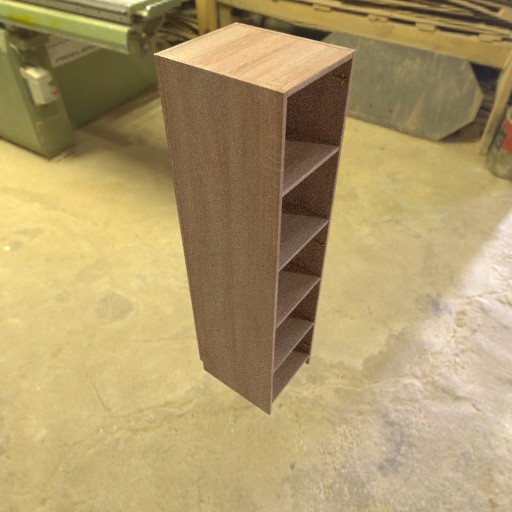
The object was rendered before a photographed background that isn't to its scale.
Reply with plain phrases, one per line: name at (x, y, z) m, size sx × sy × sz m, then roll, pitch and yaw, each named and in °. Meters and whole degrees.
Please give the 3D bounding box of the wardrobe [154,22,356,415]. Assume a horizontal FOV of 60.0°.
wardrobe at (0.000, 0.000, 2.401) m, size 0.588 × 2.117 × 0.496 m, roll 27°, pitch 50°, yaw 26°
